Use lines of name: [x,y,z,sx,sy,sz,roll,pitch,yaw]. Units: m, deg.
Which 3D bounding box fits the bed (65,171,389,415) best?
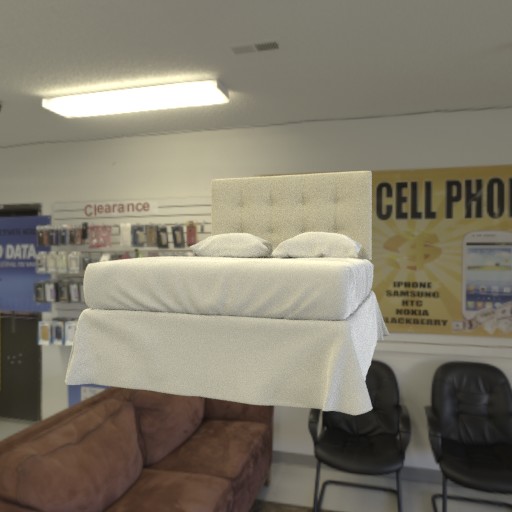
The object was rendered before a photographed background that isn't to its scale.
bed: [0.000,0.000,3.461,1.936,1.577,2.222,0,1,19]
